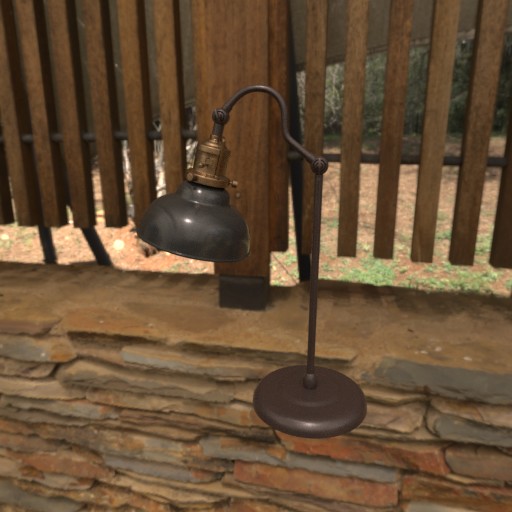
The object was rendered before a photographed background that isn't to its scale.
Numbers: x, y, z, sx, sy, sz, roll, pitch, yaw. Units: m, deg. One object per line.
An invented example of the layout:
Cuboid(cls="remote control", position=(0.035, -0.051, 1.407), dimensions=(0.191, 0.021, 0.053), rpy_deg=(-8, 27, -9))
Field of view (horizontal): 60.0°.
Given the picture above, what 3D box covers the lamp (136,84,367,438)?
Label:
Cuboid(cls="lamp", position=(0.000, 0.000, 0.700), dimensions=(0.374, 0.508, 0.192), rpy_deg=(2, 15, 7))
